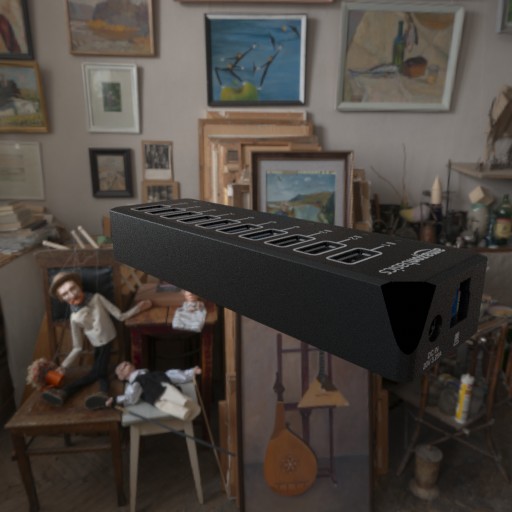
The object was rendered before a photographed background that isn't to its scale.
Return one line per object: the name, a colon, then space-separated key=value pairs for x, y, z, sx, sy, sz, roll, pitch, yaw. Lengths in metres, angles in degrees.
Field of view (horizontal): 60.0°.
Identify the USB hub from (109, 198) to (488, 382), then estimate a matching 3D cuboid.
USB hub: x=0.000 y=0.000 z=0.162 sx=0.044 sy=0.023 sz=0.145 roll=-15 pitch=22 yaw=-42
